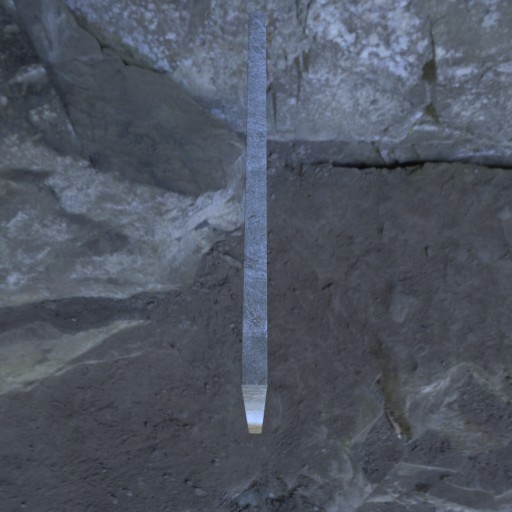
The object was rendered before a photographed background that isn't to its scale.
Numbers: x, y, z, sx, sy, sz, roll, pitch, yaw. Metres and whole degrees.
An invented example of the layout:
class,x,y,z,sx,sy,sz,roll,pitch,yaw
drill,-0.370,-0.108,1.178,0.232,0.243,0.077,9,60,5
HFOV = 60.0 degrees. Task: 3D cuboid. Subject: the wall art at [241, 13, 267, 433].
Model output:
class,x,y,z,sx,sy,sz,roll,pitch,yaw
wall art,0.000,0.000,1.580,0.051,1.091,1.092,0,64,0
